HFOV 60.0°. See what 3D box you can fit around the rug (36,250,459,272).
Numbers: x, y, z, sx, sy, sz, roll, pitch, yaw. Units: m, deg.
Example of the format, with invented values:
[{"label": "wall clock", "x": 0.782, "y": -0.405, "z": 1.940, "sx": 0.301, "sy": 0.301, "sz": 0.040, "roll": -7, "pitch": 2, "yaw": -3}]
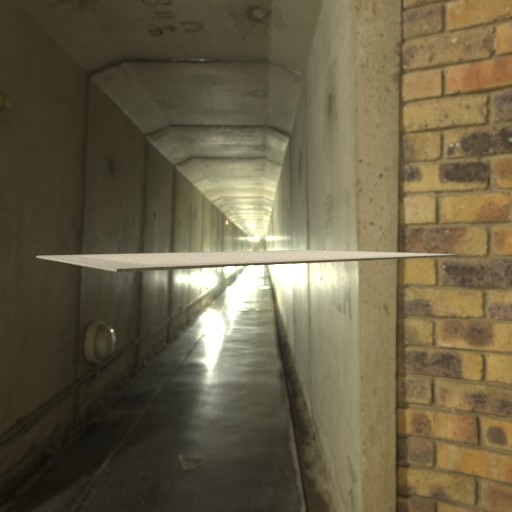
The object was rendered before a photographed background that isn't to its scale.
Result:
[{"label": "rug", "x": 0.000, "y": 0.000, "z": 3.000, "sx": 2.438, "sy": 0.014, "sz": 1.524, "roll": -2, "pitch": 3, "yaw": -37}]
